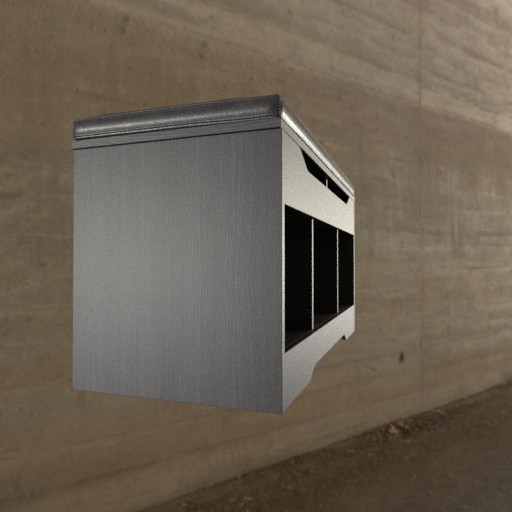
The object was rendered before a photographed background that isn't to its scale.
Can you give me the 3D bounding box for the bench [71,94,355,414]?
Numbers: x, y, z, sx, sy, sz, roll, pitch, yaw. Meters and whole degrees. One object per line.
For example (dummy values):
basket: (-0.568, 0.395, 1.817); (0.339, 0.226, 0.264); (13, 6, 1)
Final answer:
bench: (0.000, 0.000, 1.169); (0.401, 0.501, 0.905); (0, -1, 20)
